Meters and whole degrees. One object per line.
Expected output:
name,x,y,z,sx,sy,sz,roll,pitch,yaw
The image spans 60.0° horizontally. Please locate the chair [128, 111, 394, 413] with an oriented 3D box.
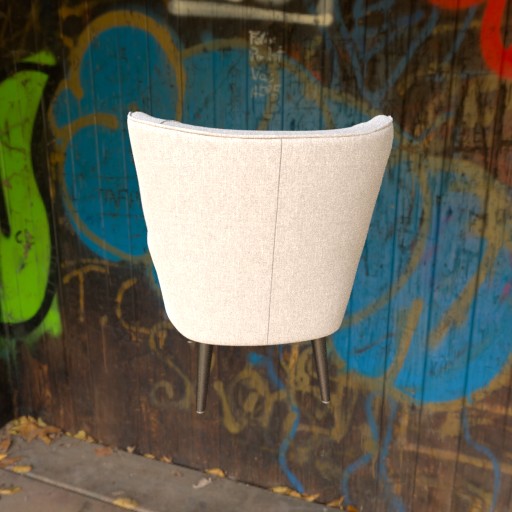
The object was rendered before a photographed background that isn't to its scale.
chair,0.000,0.000,1.569,0.781,0.933,0.888,-2,13,-8
